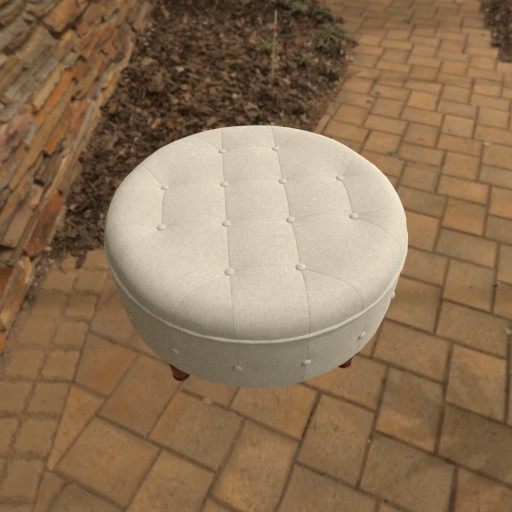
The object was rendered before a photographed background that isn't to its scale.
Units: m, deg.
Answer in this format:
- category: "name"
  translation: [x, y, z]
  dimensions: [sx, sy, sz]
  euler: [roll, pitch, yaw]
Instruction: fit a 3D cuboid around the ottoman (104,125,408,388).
- category: "ottoman"
  translation: [0.000, 0.000, 1.390]
  dimensions: [0.850, 0.483, 0.850]
  euler: [0, 46, 0]
